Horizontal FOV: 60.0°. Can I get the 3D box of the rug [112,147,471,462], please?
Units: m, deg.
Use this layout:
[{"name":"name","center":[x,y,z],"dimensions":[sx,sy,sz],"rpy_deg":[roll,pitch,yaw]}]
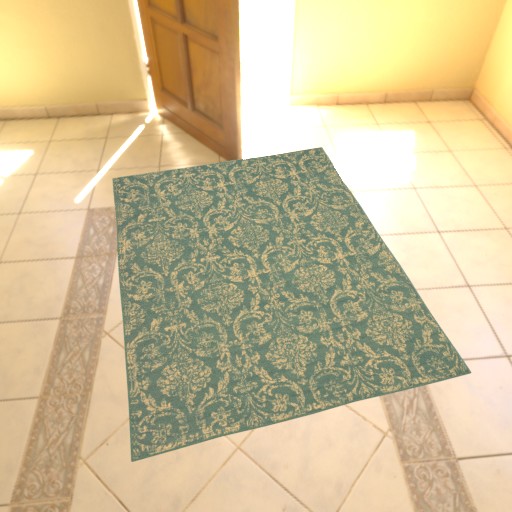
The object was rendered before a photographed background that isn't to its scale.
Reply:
[{"name":"rug","center":[0.000,0.000,3.913],"dimensions":[2.363,0.012,2.980],"rpy_deg":[-11,47,-10]}]
